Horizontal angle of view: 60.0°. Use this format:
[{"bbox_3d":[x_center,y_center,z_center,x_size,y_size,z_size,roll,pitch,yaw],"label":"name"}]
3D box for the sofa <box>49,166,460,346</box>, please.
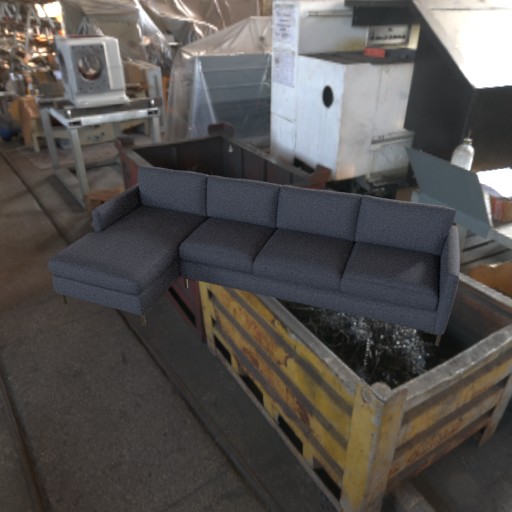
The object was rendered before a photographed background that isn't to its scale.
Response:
[{"bbox_3d":[0.000,0.000,2.893,2.445,0.673,1.125,11,32,18],"label":"sofa"}]
